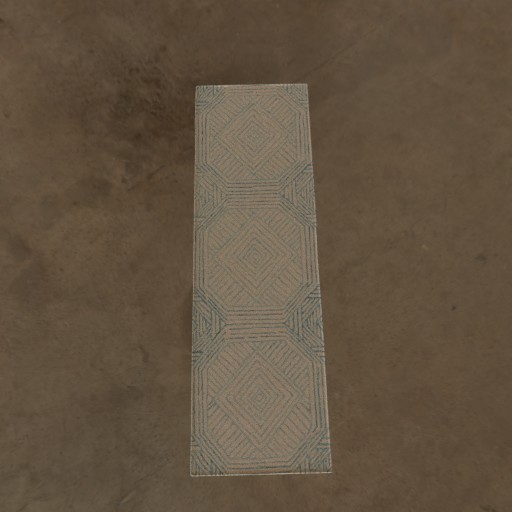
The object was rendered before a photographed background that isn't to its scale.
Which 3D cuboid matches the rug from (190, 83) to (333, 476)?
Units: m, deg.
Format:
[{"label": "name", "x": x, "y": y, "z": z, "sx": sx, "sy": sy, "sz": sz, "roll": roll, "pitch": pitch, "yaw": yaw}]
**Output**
[{"label": "rug", "x": 0.000, "y": 0.000, "z": 2.726, "sx": 0.775, "sy": 0.012, "sz": 2.452, "roll": -1, "pitch": 74, "yaw": 0}]
